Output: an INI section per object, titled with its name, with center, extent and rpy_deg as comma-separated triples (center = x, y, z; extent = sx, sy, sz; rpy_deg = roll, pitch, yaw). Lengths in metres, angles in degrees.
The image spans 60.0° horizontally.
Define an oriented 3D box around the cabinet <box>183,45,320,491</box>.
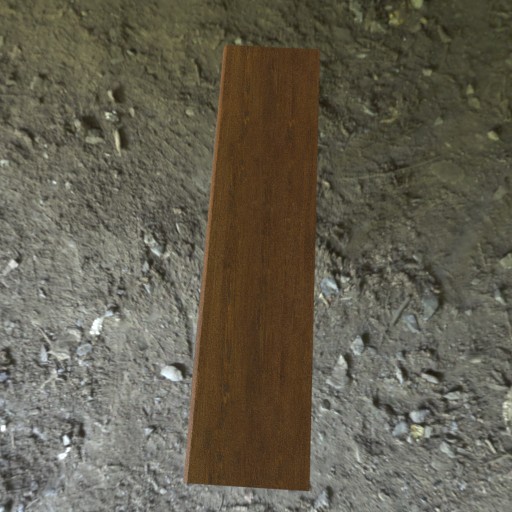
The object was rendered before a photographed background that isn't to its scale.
[cabinet]
center = 0.000, 0.000, 1.805
extent = 0.419, 0.510, 1.600
rpy_deg = 3, 74, 1
